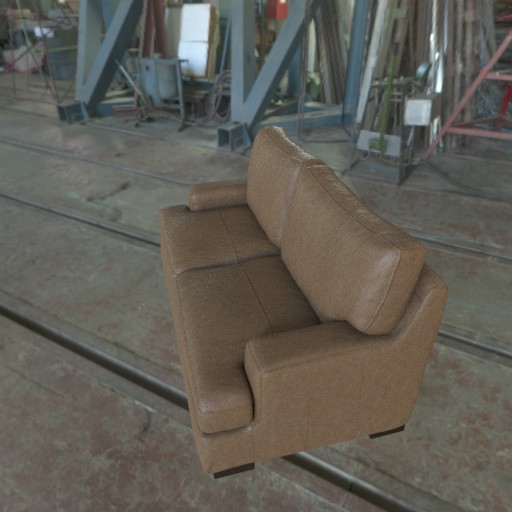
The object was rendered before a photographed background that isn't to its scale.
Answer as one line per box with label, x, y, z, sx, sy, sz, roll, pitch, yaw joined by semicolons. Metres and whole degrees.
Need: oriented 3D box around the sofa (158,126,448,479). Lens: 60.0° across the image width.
sofa;0.000;0.000;2.407;0.962;0.980;1.855;-8;32;-13
